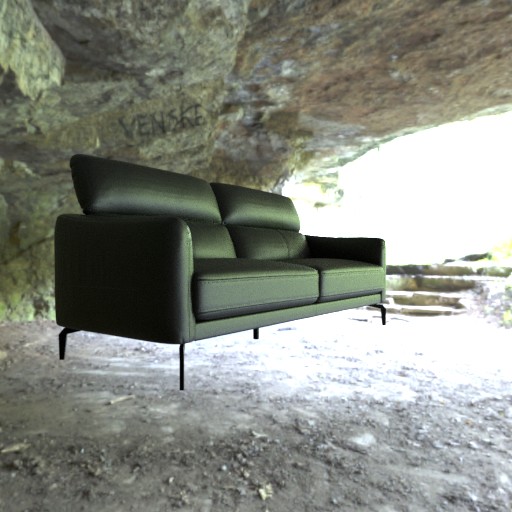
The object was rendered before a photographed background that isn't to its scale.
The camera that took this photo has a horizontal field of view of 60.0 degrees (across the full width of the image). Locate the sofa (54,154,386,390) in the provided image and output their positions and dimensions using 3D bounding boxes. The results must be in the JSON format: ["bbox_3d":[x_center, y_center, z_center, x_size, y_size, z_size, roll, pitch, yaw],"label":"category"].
[{"bbox_3d":[0.000,0.000,2.557,0.856,0.957,2.069,0,-1,37],"label":"sofa"}]
